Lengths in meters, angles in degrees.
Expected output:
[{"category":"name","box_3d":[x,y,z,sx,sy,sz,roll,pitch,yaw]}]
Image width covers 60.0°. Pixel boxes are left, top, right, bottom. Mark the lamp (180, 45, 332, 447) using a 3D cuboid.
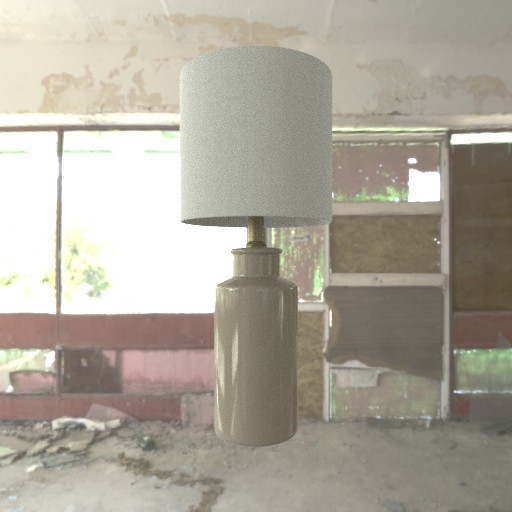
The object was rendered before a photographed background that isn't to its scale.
[{"category":"lamp","box_3d":[0.000,0.000,0.624,0.212,0.493,0.212,0,0,37]}]
